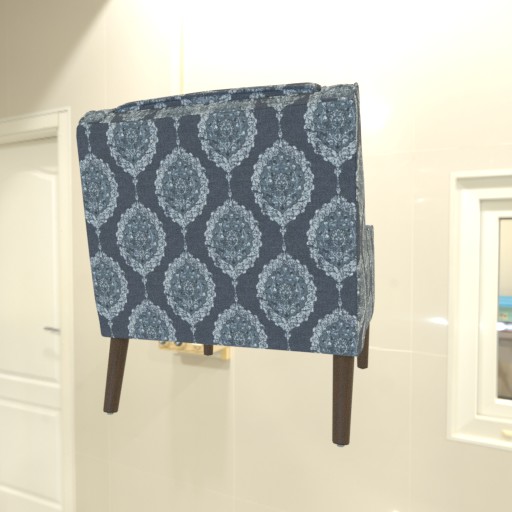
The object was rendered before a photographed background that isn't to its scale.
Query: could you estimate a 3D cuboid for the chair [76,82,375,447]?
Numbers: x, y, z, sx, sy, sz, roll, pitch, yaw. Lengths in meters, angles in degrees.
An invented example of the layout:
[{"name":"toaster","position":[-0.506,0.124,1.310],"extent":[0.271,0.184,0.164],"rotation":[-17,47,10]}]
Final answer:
[{"name":"chair","position":[0.000,0.000,1.302],"extent":[0.663,0.792,0.743],"rotation":[1,2,18]}]
